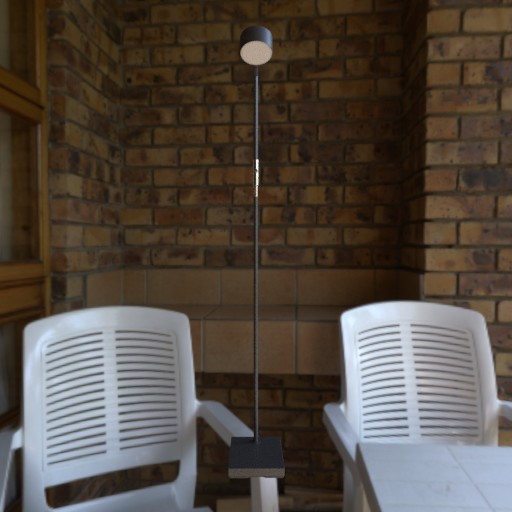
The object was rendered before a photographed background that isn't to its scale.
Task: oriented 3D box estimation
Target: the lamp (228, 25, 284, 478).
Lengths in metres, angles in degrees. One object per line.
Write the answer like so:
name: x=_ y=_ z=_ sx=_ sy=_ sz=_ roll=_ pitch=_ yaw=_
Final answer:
lamp: x=0.000 y=0.000 z=1.683 sx=0.203 sy=1.600 sz=0.304 roll=0 pitch=2 yaw=-1
